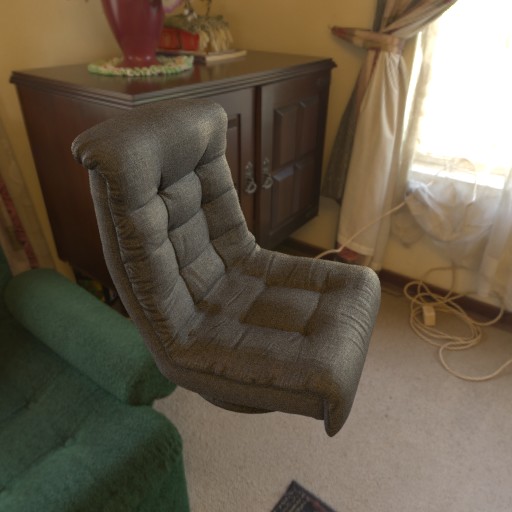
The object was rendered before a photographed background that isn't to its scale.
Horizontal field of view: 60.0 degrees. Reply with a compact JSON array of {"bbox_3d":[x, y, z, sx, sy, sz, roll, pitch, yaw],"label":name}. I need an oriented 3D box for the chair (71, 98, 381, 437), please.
[{"bbox_3d":[0.000,0.000,1.208,0.668,0.749,0.597,11,32,18],"label":"chair"}]
